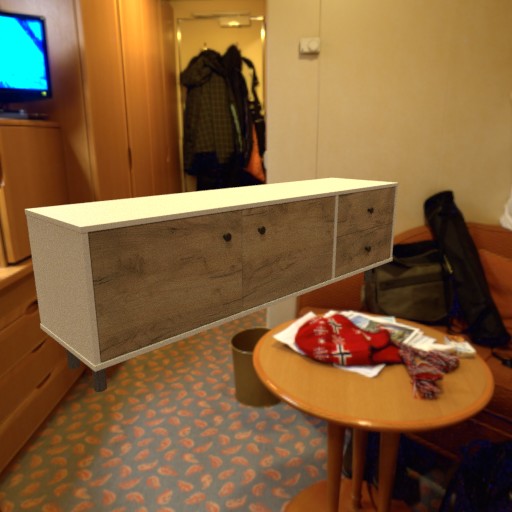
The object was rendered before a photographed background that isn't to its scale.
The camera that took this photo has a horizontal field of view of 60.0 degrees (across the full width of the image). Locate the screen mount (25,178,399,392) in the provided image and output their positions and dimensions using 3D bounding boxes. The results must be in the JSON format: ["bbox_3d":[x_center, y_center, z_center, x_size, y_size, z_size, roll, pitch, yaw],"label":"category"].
[{"bbox_3d":[0.000,0.000,1.838,1.600,0.520,0.418,-14,20,-43],"label":"screen mount"}]
